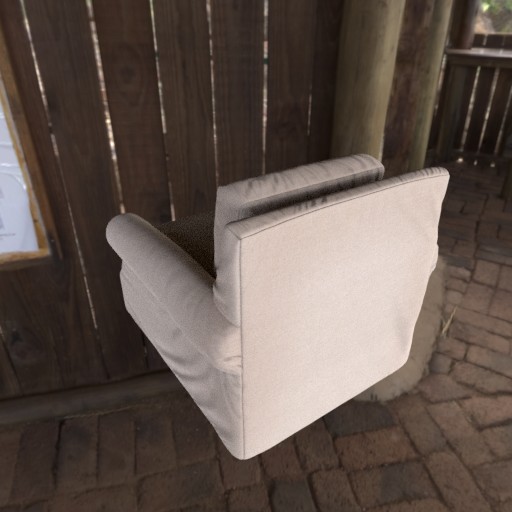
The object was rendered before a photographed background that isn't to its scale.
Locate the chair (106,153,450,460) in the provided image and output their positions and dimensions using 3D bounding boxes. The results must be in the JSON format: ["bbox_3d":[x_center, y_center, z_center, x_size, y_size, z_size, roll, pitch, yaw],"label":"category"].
[{"bbox_3d":[0.000,0.000,1.757,0.940,0.866,1.066,-19,34,-30],"label":"chair"}]
